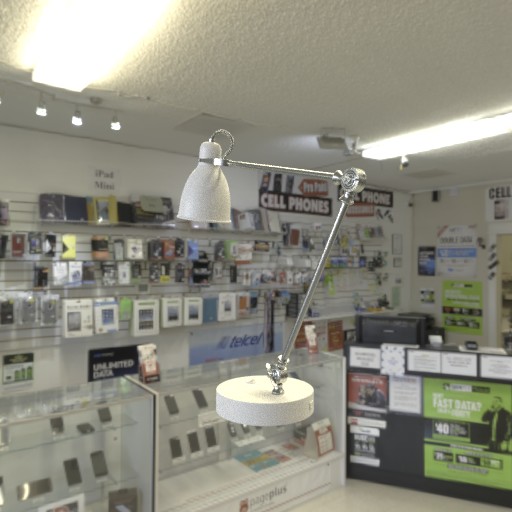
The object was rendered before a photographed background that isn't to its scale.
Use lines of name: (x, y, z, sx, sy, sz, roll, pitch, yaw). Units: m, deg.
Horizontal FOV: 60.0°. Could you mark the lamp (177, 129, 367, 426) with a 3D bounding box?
lamp: (0.000, 0.000, 0.881, 0.187, 0.587, 0.561, 1, -1, -35)
